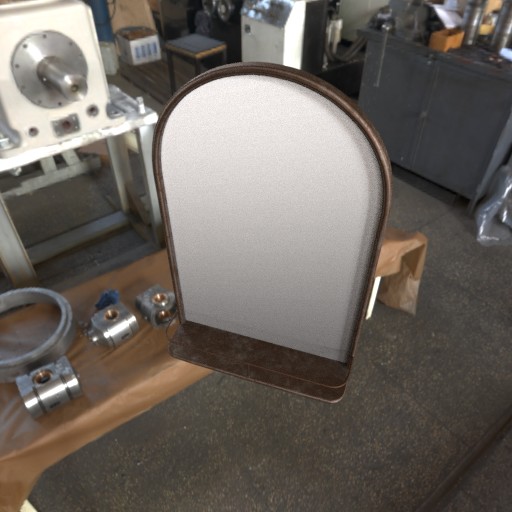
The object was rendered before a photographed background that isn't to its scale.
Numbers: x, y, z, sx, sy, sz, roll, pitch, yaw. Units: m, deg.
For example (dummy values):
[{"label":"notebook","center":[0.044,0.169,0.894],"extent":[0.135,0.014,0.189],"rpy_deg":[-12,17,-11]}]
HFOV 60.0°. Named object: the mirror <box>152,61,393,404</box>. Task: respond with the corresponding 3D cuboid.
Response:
[{"label":"mirror","center":[0.000,0.000,0.965],"extent":[0.510,0.770,0.137],"rpy_deg":[13,43,14]}]
